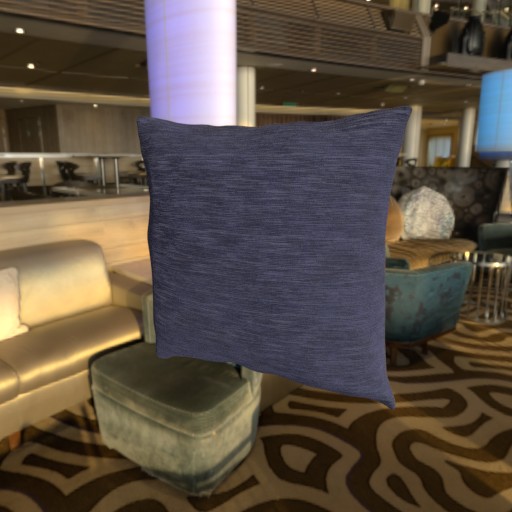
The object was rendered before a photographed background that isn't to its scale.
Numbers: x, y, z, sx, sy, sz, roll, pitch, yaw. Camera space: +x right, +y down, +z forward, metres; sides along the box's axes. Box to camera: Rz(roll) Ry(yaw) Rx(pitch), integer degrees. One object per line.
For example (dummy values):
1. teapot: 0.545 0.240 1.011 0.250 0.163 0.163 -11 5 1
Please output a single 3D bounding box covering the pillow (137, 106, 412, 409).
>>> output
1. pillow: 0.000 0.000 0.701 0.452 0.439 0.204 6 14 26
